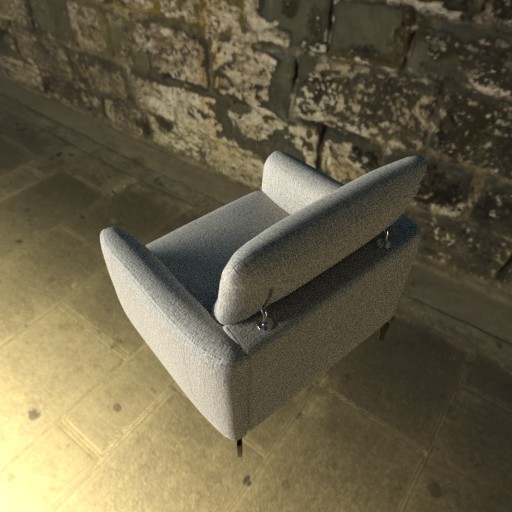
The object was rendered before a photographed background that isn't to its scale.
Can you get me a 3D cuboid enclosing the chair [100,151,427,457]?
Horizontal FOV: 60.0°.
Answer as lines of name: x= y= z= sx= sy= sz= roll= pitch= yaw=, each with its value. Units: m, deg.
chair: x=0.000 y=0.000 z=1.716 sx=0.972 sy=0.967 sz=0.835 roll=-30 pitch=52 yaw=-26
